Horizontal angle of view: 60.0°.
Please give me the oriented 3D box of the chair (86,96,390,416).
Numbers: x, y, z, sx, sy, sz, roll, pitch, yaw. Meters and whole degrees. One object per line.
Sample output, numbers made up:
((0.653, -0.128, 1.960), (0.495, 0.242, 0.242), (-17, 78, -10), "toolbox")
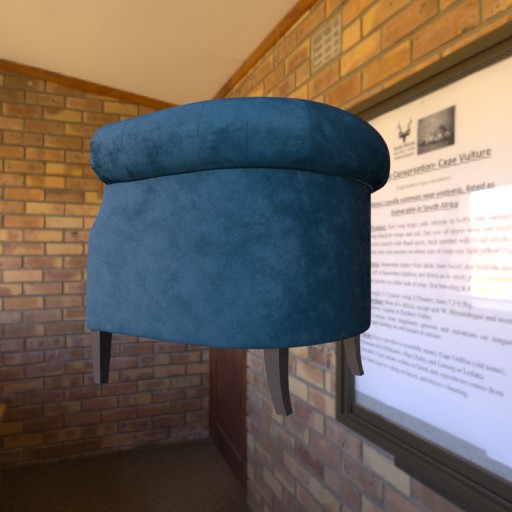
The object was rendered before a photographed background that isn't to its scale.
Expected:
((0.000, 0.000, 1.508), (0.851, 0.826, 0.904), (0, -1, 36), "chair")
